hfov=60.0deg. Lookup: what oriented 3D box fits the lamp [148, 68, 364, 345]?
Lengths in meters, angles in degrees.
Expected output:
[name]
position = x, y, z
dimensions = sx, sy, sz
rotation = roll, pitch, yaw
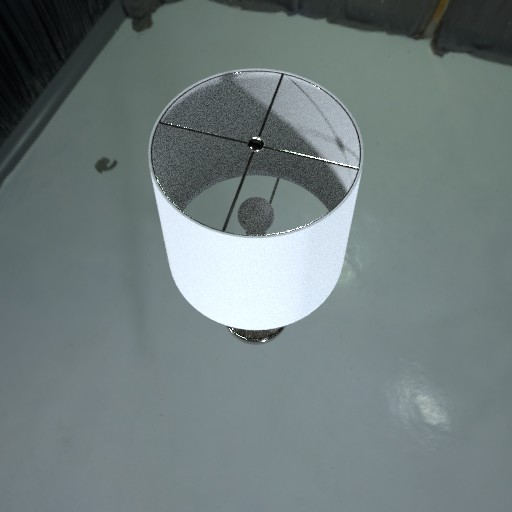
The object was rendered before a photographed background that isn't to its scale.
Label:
[lamp]
position = 0.000, 0.000, 0.806
dimensions = 0.303, 0.618, 0.303
rotation = 0, 64, 0
